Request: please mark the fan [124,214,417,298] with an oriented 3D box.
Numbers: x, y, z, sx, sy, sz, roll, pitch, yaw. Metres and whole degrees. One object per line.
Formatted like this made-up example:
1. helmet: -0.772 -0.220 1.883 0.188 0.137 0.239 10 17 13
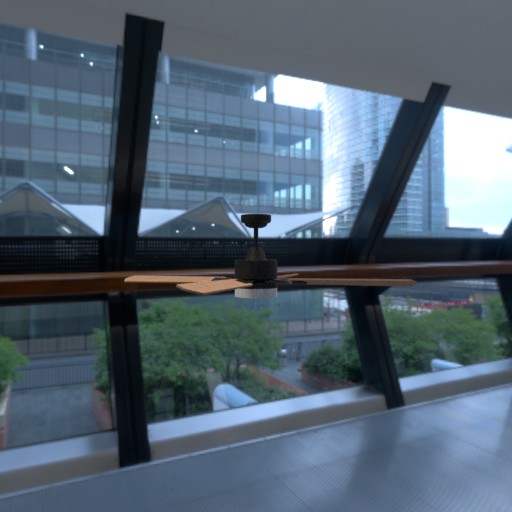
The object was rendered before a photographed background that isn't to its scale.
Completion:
1. fan: 0.000 0.000 1.938 1.320 0.355 1.320 0 -1 18
